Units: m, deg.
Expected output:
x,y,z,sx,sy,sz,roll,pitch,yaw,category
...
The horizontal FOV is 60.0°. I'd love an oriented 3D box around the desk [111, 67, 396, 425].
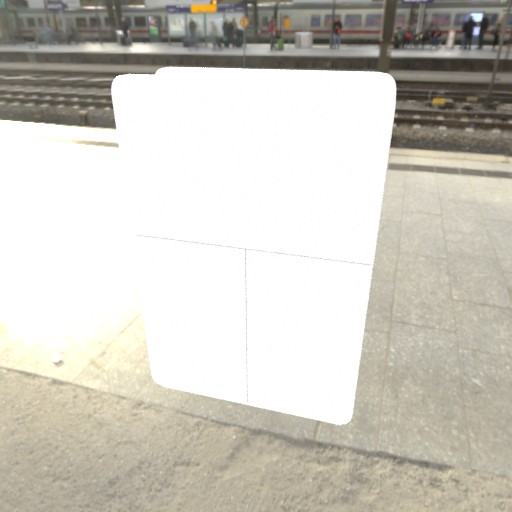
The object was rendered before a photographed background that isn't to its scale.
x,y,z,sx,sy,sz,roll,pitch,yaw,category
0.000,0.000,1.556,0.795,1.190,0.278,7,28,14,desk
